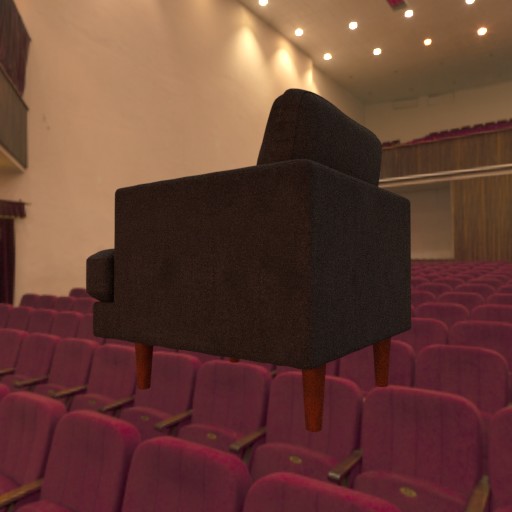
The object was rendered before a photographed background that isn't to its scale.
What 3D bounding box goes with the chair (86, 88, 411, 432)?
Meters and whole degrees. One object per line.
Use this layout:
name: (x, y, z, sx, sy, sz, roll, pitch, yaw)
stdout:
chair: (0.000, 0.000, 1.641, 0.899, 0.957, 0.858, -1, -1, 36)
